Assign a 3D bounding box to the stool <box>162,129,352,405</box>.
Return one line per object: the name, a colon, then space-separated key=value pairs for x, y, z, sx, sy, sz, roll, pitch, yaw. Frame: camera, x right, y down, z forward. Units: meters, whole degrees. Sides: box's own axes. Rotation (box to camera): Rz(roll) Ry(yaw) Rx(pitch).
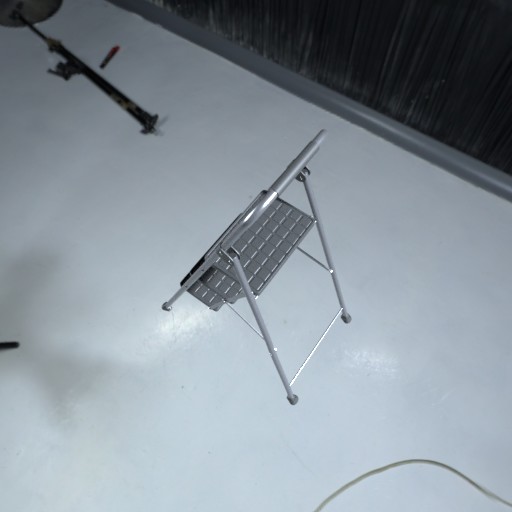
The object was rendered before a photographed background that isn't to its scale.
stool: x=0.000 y=0.000 z=1.502 sx=0.733 sy=1.121 sz=0.473 roll=33 pitch=67 yaw=16
